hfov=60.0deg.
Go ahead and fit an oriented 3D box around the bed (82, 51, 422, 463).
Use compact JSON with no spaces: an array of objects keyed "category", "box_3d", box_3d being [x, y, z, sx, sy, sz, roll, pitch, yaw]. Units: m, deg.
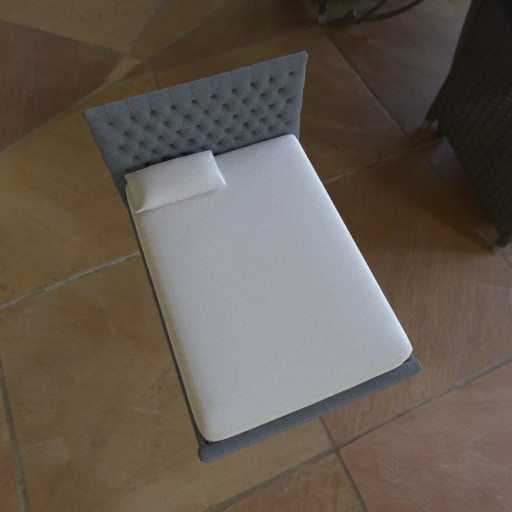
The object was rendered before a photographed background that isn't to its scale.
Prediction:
[{"category":"bed","box_3d":[0.000,0.000,3.312,1.698,1.411,2.335,-19,65,-9]}]
